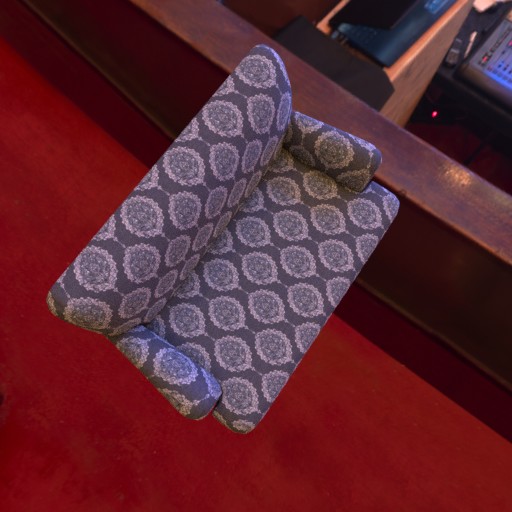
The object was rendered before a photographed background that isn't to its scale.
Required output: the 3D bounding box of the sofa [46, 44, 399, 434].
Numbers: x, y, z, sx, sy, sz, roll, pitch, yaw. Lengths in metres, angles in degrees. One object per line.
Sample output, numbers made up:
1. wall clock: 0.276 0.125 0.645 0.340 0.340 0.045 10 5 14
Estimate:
1. sofa: 0.000 0.000 1.818 0.779 0.867 1.297 34 77 9
